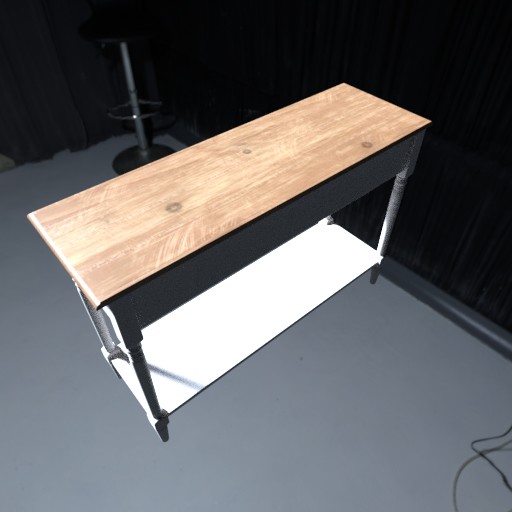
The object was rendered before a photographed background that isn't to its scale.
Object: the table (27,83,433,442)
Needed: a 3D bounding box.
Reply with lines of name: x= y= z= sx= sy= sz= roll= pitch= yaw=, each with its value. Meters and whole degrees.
table: x=0.000 y=0.000 z=1.593 sx=1.219 sy=0.800 sz=0.399 roll=-31 pitch=53 yaw=-27
